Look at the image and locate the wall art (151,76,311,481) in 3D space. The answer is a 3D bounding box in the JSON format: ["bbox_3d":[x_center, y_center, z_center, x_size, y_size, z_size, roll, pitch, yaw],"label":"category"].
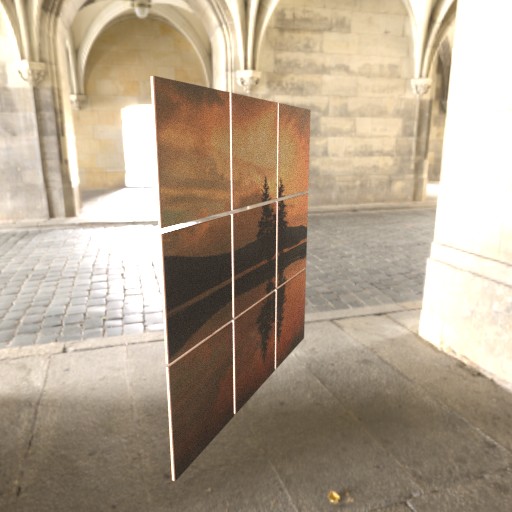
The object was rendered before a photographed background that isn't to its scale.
[{"bbox_3d":[0.000,0.000,1.809,0.013,1.218,1.216,7,15,25],"label":"wall art"}]
